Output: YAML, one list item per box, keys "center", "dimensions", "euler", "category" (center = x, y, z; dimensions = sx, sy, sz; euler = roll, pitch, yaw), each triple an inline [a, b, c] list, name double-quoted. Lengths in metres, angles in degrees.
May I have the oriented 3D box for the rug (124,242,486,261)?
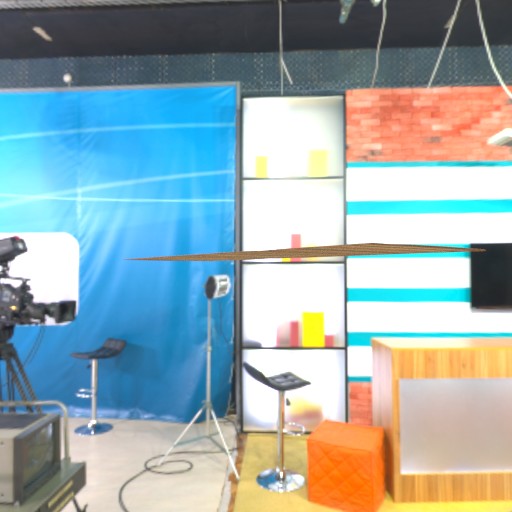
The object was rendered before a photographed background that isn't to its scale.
- center: [0.000, 0.000, 2.756]
  dimensions: [0.799, 0.010, 2.444]
  euler: [2, -3, -37]
  category: "rug"
